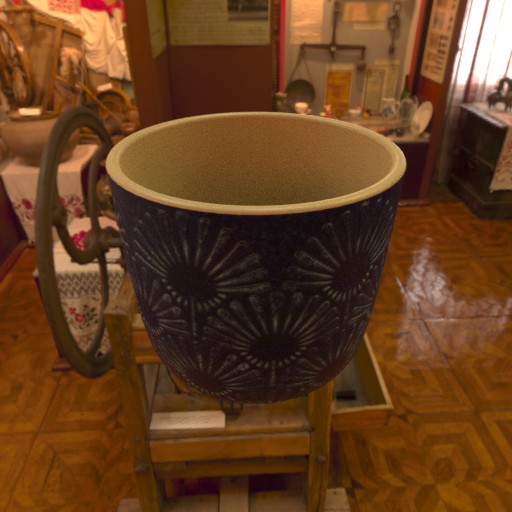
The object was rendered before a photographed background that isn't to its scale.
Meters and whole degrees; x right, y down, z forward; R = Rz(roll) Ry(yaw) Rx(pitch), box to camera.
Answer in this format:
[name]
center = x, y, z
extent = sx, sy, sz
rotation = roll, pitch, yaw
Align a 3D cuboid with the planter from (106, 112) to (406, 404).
[planter]
center = 0.000, 0.000, 0.218
extent = 0.124, 0.109, 0.124
rotation = 0, 32, 0
